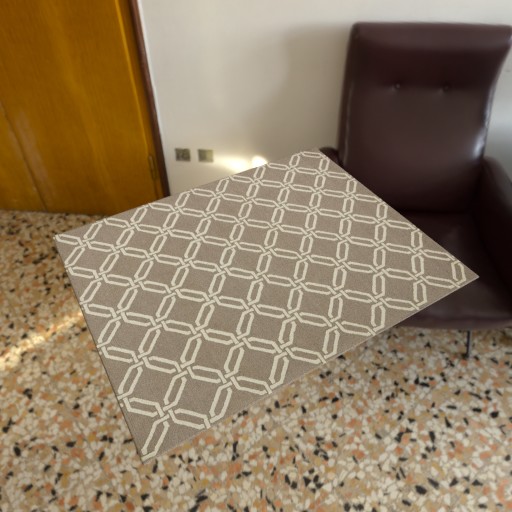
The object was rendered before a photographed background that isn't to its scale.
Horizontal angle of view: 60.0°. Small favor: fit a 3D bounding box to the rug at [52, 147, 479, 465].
[{"bbox_3d":[0.000,0.000,3.800,2.895,0.018,2.288,-23,50,-21],"label":"rug"}]
